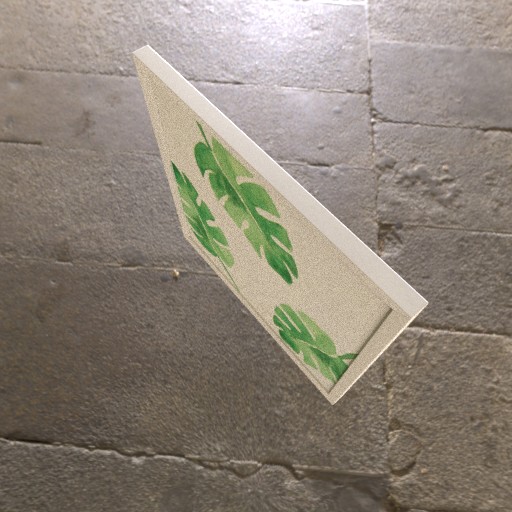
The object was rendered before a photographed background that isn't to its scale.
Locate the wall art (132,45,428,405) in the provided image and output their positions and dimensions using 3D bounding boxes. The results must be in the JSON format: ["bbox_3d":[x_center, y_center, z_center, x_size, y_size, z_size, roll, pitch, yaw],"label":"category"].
[{"bbox_3d":[0.000,0.000,1.132,0.040,0.762,0.762,-37,68,-17],"label":"wall art"}]
